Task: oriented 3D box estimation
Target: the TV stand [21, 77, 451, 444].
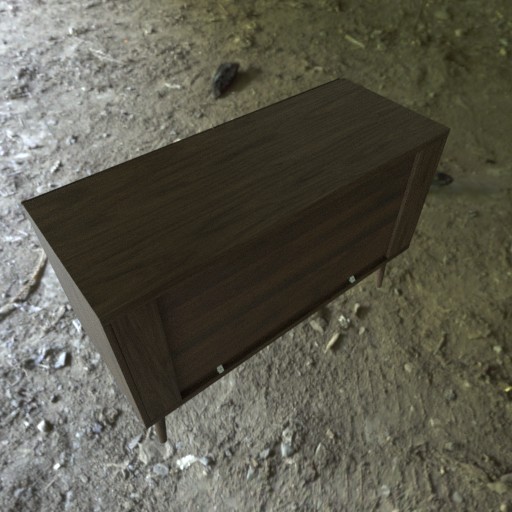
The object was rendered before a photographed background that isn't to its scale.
[{"bbox_3d":[0.000,0.000,1.302,0.990,0.660,0.405,-30,53,-25],"label":"TV stand"}]
